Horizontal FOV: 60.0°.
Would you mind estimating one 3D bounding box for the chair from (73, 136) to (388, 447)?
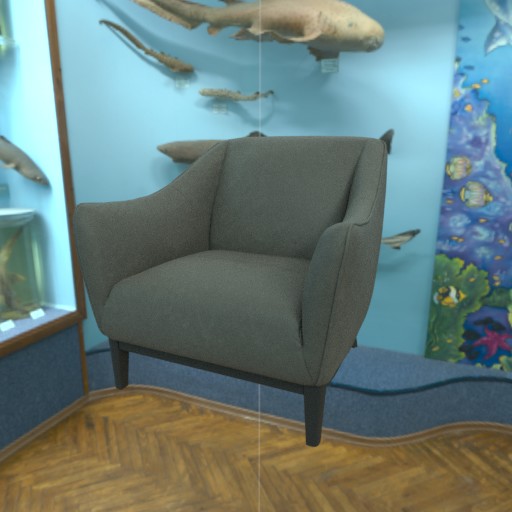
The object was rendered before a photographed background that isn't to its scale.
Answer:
[{"bbox_3d":[0.000,0.000,1.560,0.871,0.830,0.852,7,15,25],"label":"chair"}]
